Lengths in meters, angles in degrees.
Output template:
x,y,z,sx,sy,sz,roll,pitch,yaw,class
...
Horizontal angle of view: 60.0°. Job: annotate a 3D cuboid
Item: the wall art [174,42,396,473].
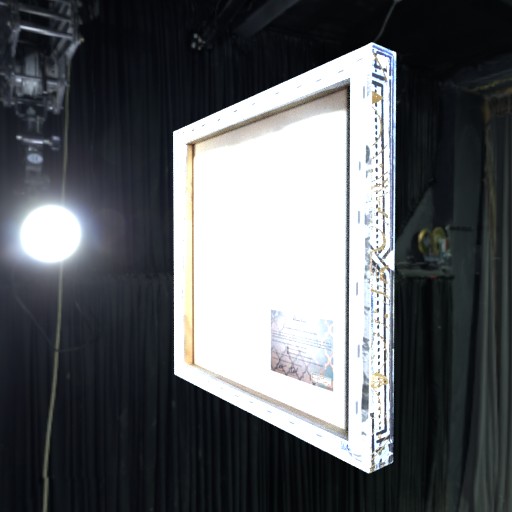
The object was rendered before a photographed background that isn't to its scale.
x,y,z,sx,sy,sz,roll,pitch,yaw,class
0.000,0.000,0.595,0.038,0.410,0.411,-1,2,-37,wall art
